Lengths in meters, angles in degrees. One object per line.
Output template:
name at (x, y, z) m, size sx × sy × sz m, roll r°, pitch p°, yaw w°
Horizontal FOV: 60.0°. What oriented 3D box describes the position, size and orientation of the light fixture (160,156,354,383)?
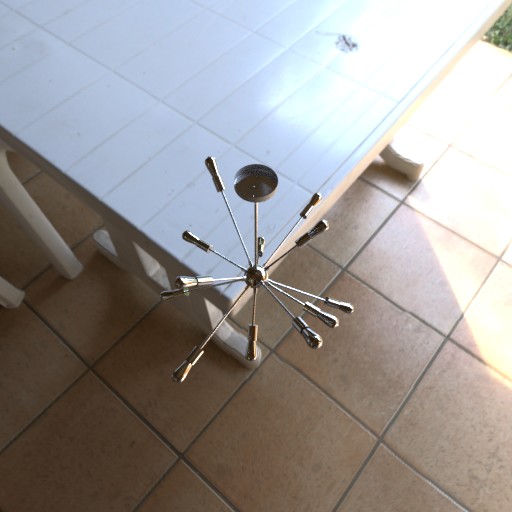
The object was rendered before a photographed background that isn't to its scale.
light fixture at (0.000, 0.000, 1.098) m, size 0.509 × 0.558 × 0.684 m, roll 30°, pitch 63°, yaw 17°
